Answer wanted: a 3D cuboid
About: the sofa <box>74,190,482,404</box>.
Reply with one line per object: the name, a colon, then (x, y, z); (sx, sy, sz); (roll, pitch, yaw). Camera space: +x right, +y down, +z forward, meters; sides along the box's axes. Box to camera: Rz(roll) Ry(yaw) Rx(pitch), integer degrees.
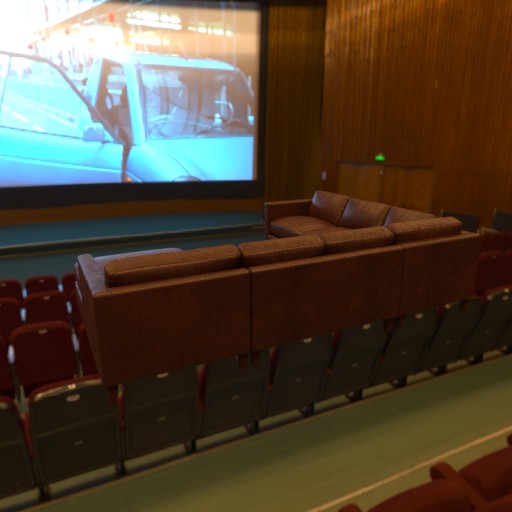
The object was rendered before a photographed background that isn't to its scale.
sofa: (0.000, 0.000, 4.384); (3.324, 0.891, 2.452); (-8, 18, -26)
